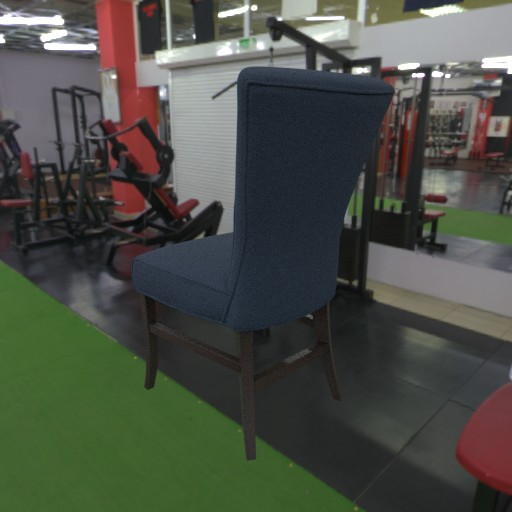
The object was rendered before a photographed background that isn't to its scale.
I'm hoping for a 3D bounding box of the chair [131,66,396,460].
[{"bbox_3d":[0.000,0.000,1.334,0.520,0.991,0.660,-15,23,-40],"label":"chair"}]
